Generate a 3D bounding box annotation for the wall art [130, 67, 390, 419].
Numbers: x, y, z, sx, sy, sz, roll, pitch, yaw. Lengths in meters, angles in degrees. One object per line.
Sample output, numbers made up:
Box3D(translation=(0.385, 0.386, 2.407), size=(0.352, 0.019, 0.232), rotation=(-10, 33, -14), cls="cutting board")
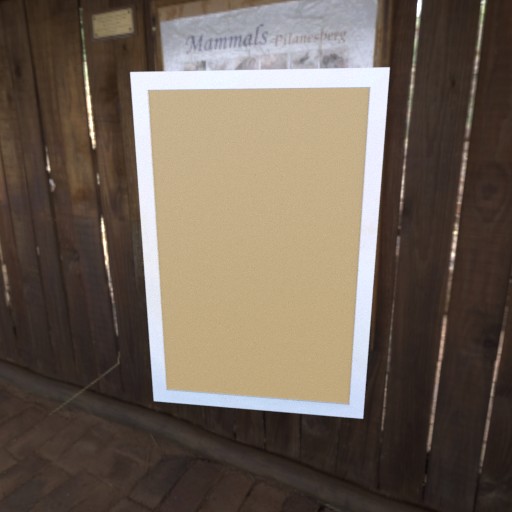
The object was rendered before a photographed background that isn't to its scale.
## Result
Box3D(translation=(0.000, 0.000, 1.178), size=(0.612, 0.915, 0.039), rotation=(2, 16, 8), cls="wall art")
